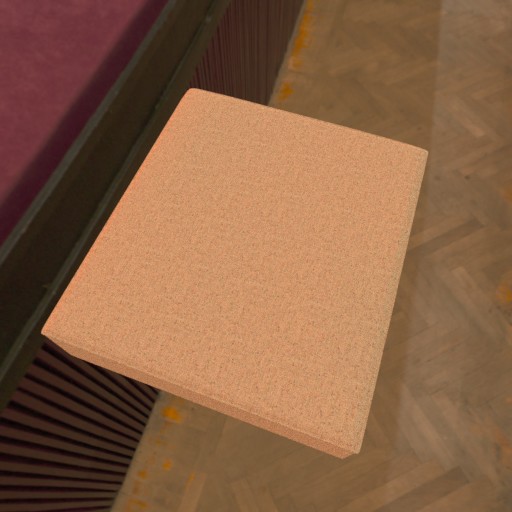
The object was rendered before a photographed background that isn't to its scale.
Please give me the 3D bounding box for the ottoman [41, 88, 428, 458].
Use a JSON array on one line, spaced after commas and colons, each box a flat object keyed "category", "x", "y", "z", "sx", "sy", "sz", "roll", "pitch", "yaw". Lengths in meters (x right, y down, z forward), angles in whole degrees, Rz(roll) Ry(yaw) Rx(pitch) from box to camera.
[{"category": "ottoman", "x": 0.000, "y": 0.000, "z": 1.239, "sx": 0.736, "sy": 0.303, "sz": 0.835, "roll": 18, "pitch": 63, "yaw": 9}]
